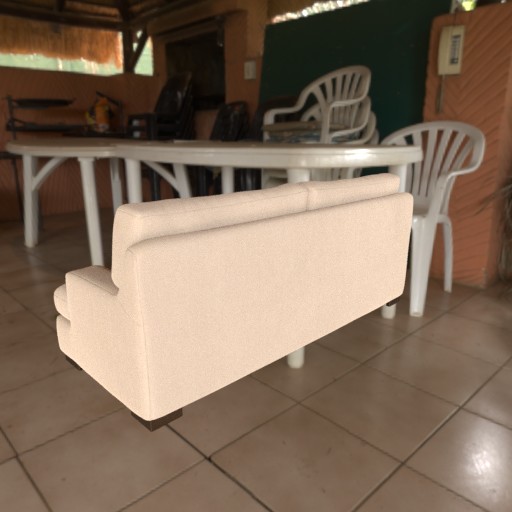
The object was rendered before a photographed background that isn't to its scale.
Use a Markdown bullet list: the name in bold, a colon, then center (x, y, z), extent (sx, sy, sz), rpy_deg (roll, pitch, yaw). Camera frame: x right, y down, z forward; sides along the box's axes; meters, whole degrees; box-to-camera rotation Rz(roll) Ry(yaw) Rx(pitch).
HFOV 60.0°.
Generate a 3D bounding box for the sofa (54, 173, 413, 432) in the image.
- **sofa**: center (0.000, 0.000, 2.686), extent (2.147, 0.925, 0.929), rpy_deg (-15, 21, -43)
